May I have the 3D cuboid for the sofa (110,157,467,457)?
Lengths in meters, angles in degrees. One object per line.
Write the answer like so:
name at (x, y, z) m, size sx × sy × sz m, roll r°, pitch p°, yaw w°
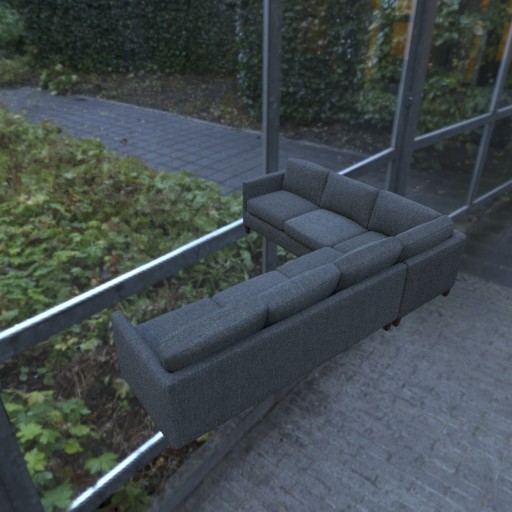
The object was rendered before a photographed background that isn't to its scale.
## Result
sofa at (0.000, 0.000, 4.481) m, size 3.302 × 0.947 × 2.593 m, roll -21°, pitch 36°, yaw -31°
